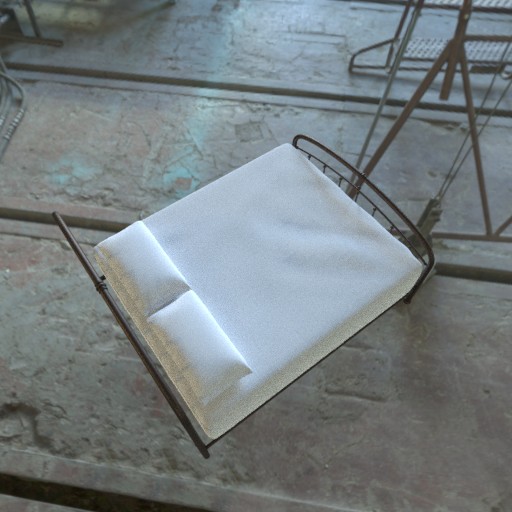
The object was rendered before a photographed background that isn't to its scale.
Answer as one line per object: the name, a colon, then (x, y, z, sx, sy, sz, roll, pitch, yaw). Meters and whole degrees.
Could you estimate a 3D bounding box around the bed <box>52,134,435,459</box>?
bed: (0.000, 0.000, 3.352, 2.180, 1.425, 1.711, -32, 63, -18)
